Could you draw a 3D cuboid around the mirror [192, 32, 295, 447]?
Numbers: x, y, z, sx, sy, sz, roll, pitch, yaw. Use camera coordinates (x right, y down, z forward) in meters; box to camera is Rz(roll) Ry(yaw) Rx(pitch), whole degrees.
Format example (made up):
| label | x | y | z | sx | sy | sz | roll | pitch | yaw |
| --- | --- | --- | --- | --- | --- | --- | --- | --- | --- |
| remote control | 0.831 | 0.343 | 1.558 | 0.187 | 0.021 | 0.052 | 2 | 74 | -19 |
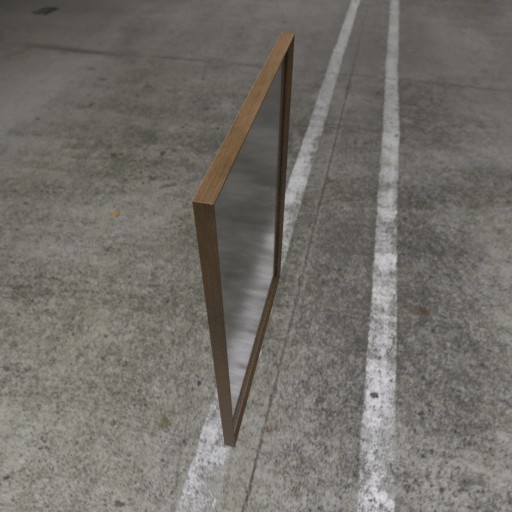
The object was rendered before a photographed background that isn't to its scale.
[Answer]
| label | x | y | z | sx | sy | sz | roll | pitch | yaw |
| --- | --- | --- | --- | --- | --- | --- | --- | --- | --- |
| mirror | 0.000 | 0.000 | 1.336 | 0.041 | 1.016 | 0.762 | 10 | 47 | 9 |
